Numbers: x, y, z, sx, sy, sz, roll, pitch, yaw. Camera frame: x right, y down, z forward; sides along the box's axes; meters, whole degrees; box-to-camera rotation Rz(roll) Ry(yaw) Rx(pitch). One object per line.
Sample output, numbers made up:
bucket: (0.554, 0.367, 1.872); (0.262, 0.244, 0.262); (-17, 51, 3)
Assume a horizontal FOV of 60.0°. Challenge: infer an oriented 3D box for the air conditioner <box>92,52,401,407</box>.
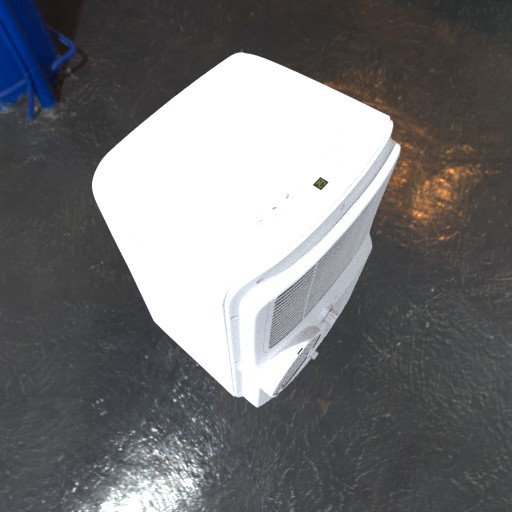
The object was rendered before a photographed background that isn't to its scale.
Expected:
air conditioner: (0.000, 0.000, 1.043); (0.467, 0.765, 0.478); (36, 67, 17)
